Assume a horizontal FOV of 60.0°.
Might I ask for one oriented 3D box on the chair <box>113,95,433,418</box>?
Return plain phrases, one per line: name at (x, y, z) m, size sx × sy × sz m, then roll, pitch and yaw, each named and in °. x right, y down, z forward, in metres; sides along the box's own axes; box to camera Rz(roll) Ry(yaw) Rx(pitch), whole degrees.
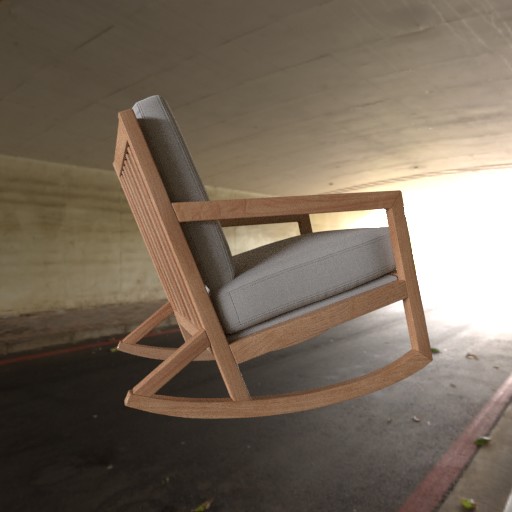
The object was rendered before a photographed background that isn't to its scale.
chair at (0.000, 0.000, 1.417) m, size 0.857 × 0.790 × 0.622 m, roll 0°, pitch 1°, yaw -19°
